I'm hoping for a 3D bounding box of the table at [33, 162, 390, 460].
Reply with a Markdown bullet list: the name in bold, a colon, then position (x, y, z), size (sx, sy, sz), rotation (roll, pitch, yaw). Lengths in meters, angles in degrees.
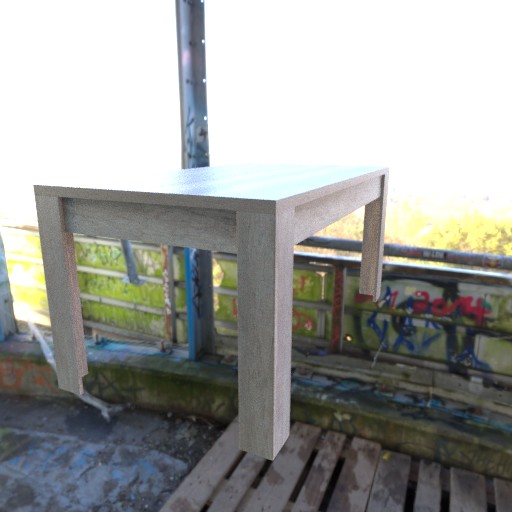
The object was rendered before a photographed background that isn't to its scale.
- **table**: position (0.000, 0.000, 2.104), size (0.900, 0.775, 1.600), rotation (7, 16, 25)
